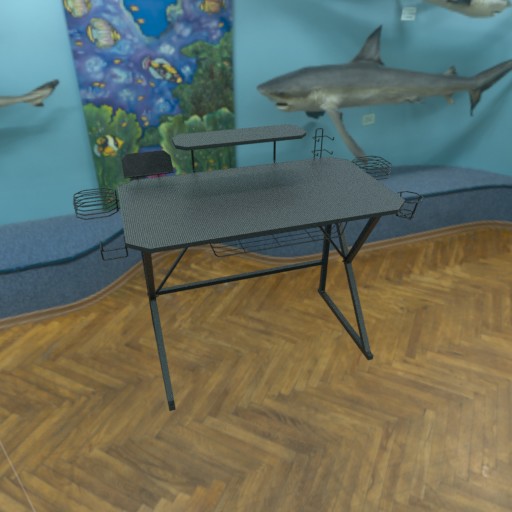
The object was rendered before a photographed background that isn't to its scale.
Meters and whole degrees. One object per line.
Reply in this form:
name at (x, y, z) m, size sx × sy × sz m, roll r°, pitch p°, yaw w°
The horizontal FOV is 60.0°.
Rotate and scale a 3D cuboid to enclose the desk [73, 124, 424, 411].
desk at (0.000, 0.000, 1.797) m, size 1.290 × 0.880 × 0.580 m, roll -10°, pitch 34°, yaw -15°
